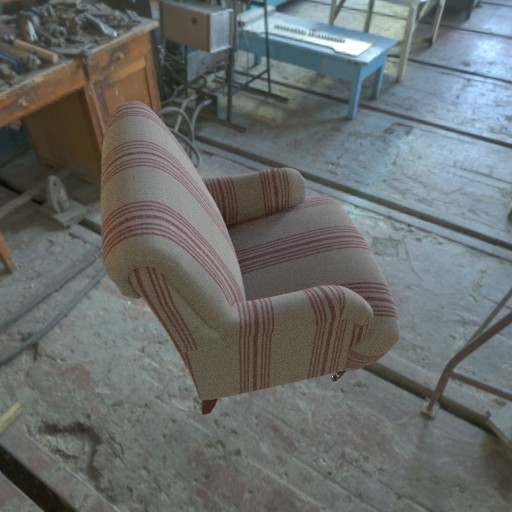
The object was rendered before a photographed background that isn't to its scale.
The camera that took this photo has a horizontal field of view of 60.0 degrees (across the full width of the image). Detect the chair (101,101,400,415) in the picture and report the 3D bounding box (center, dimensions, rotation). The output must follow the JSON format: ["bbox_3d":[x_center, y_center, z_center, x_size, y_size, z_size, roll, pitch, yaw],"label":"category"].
[{"bbox_3d":[0.000,0.000,1.879,1.058,1.123,0.933,-9,46,-9],"label":"chair"}]
